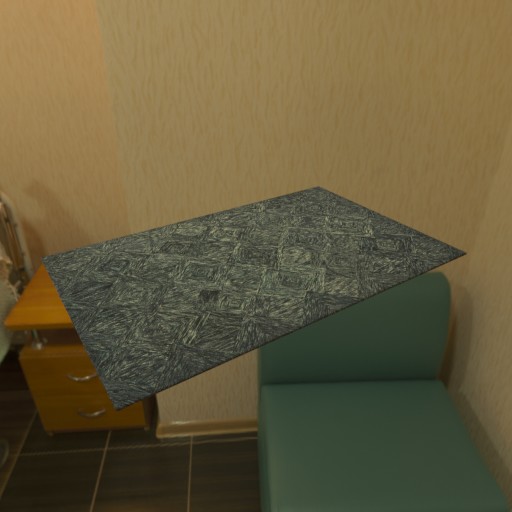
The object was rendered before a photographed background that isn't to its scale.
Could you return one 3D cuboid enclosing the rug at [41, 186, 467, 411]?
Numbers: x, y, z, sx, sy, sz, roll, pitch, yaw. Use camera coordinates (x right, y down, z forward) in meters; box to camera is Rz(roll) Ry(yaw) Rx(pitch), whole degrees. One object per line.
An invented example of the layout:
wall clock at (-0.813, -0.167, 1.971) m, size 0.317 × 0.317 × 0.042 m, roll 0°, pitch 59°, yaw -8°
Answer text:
rug at (0.000, 0.000, 2.869) m, size 2.330 × 0.017 × 1.478 m, roll -18°, pitch 34°, yaw -29°
